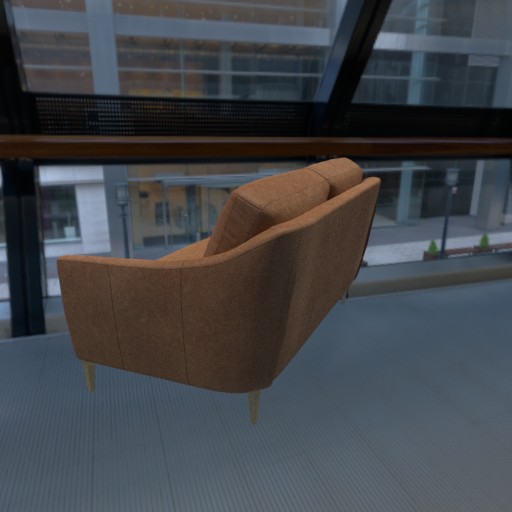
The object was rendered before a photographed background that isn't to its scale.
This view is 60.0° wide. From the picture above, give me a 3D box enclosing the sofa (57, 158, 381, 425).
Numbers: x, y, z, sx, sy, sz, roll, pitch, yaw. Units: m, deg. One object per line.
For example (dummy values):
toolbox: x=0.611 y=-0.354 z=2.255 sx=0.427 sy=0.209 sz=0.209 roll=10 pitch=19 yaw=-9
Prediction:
sofa: x=0.000 y=0.000 z=2.230 sx=0.960 sy=0.902 sz=1.619 roll=8 pitch=19 yaw=25
